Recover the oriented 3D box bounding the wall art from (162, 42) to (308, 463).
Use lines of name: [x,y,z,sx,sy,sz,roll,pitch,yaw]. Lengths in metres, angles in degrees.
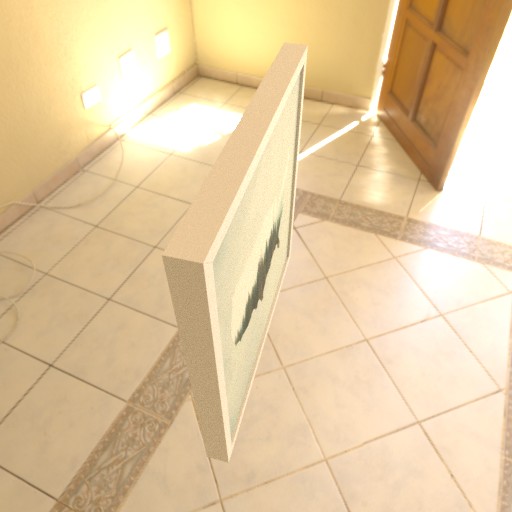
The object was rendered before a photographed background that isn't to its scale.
wall art: [0.000,0.000,0.450,0.024,0.304,0.304,11,48,10]
